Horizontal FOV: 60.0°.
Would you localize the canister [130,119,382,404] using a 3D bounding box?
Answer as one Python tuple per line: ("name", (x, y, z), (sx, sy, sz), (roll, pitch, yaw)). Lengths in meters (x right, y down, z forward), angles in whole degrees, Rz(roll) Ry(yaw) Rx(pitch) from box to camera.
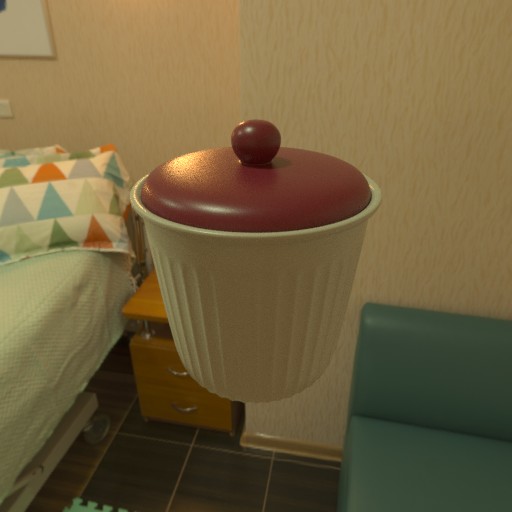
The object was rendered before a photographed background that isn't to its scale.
("canister", (0.000, 0.000, 0.354), (0.181, 0.211, 0.181), (0, 27, 0))
